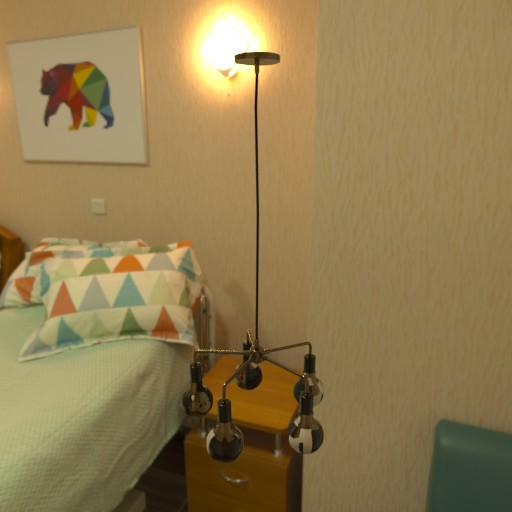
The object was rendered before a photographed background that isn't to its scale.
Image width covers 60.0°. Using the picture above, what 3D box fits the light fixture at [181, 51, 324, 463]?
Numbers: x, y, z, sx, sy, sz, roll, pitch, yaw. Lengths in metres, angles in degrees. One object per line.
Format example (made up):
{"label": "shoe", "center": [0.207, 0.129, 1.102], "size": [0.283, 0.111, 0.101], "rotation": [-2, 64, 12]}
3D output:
{"label": "light fixture", "center": [0.000, 0.000, 1.191], "size": [0.438, 0.988, 0.421], "rotation": [-2, 15, -9]}
